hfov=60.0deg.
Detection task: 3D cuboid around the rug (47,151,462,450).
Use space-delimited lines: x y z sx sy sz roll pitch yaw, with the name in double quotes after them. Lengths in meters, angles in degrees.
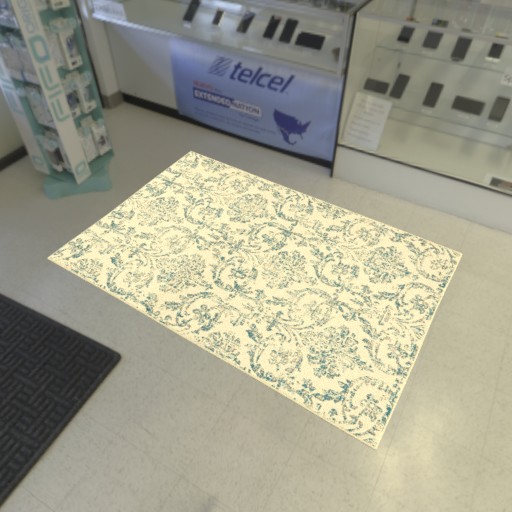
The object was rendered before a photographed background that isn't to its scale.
0.000 0.000 3.511 2.746 0.018 1.819 25 51 22 "rug"
